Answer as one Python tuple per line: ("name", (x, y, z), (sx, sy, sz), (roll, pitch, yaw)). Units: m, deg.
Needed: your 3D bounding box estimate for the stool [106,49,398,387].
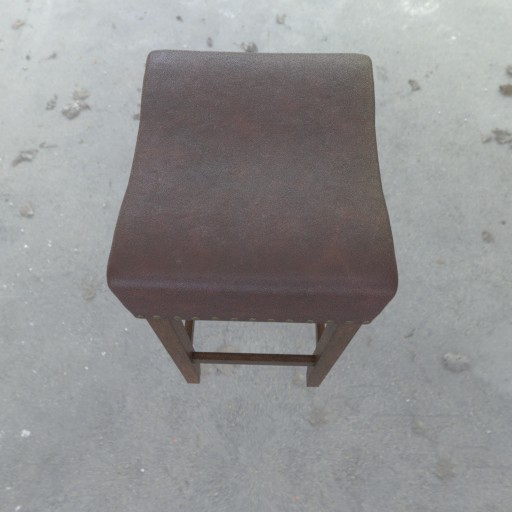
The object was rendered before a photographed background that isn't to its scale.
("stool", (0.000, 0.000, 1.024), (0.401, 0.769, 0.465), (1, 64, 1))
